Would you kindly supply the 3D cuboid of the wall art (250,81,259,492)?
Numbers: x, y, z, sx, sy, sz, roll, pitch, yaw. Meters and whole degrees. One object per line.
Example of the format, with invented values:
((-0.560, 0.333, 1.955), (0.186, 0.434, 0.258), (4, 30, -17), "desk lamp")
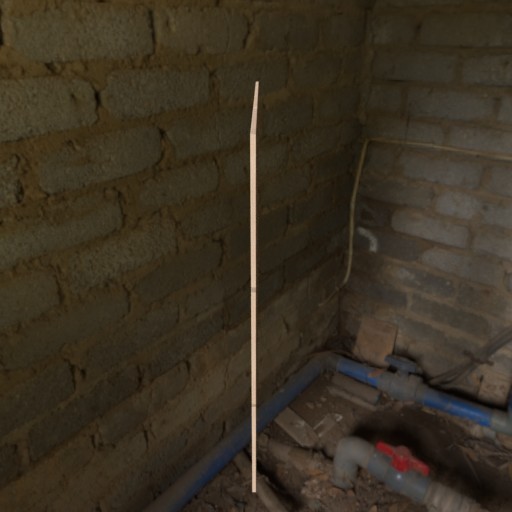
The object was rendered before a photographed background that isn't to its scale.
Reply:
((0.000, 0.000, 1.806), (0.013, 1.218, 1.219), (0, 27, 1), "wall art")
